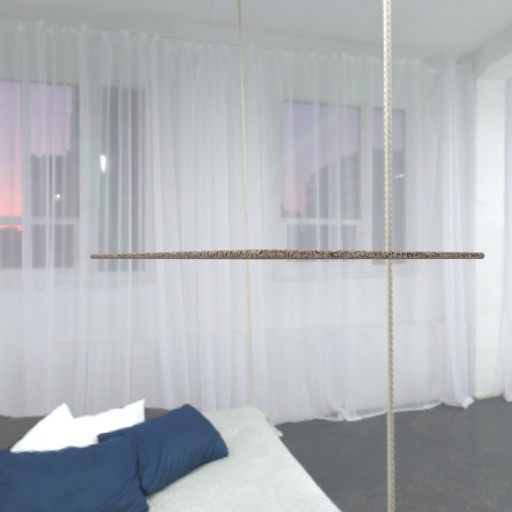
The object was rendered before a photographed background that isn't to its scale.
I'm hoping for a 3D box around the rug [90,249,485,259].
[{"bbox_3d":[0.000,0.000,2.320,1.219,0.030,1.778,0,0,-35],"label":"rug"}]
